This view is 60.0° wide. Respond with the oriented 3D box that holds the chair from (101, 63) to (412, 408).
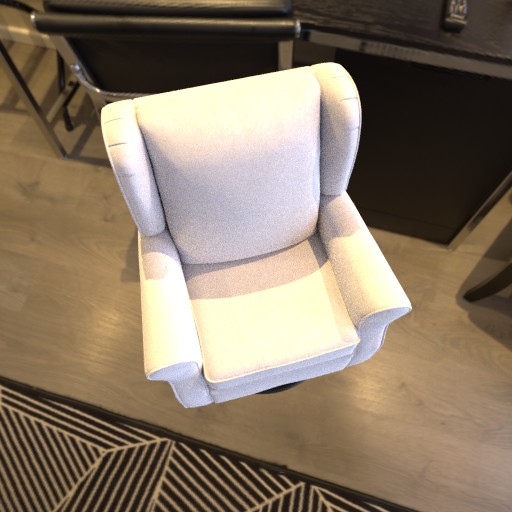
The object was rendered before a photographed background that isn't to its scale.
[{"bbox_3d":[0.000,0.000,1.653,0.906,0.967,0.854,-13,64,-6],"label":"chair"}]
